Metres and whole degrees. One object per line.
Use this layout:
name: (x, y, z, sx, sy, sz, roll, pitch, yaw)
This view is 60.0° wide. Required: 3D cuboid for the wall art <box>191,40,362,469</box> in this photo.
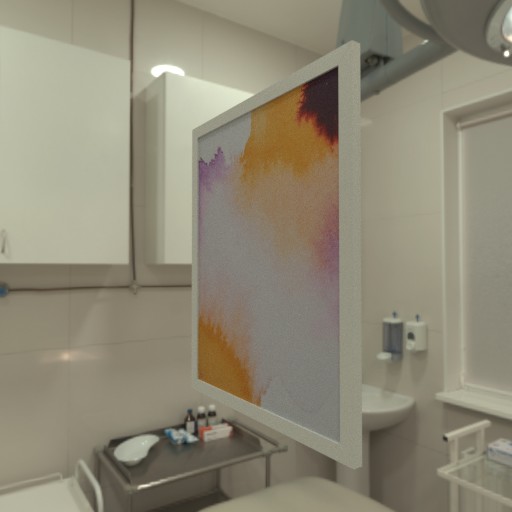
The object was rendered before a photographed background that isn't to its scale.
wall art: (0.000, 0.000, 0.631, 0.013, 0.456, 0.382, 1, -2, -35)
